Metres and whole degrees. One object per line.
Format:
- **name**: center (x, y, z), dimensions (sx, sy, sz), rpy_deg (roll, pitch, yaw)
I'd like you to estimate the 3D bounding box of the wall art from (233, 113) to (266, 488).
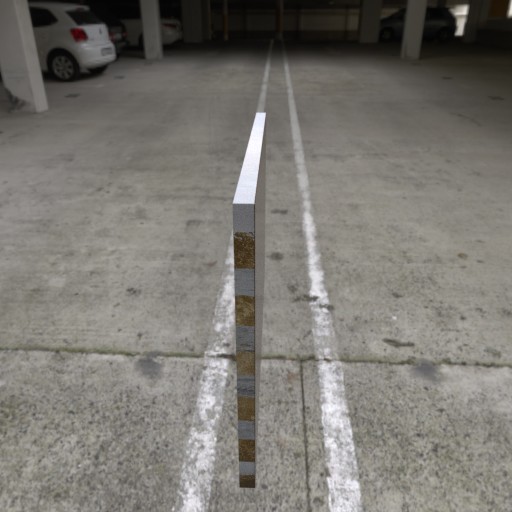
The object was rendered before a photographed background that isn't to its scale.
- **wall art**: center (0.000, 0.000, 1.479), dimensions (0.041, 0.762, 1.145), rpy_deg (1, 26, 2)
